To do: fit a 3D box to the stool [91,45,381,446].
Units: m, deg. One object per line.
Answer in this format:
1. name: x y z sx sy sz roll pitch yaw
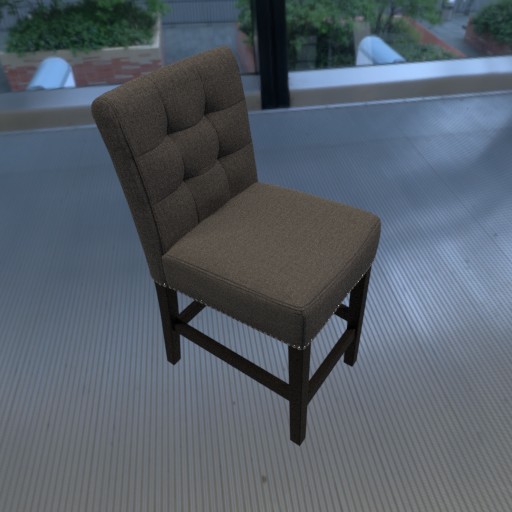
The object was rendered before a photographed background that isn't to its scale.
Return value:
1. stool: 0.000 0.000 1.186 0.571 0.885 0.427 26 48 26
